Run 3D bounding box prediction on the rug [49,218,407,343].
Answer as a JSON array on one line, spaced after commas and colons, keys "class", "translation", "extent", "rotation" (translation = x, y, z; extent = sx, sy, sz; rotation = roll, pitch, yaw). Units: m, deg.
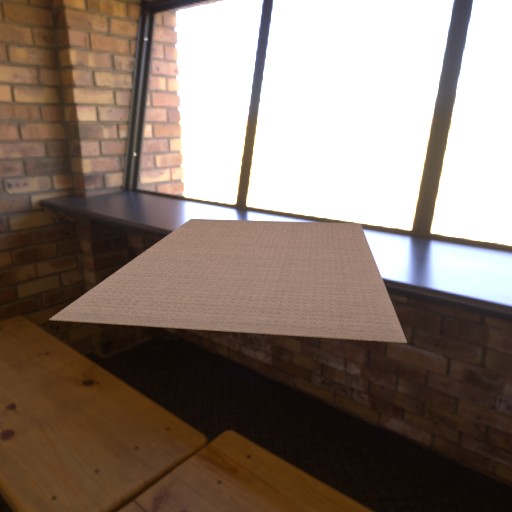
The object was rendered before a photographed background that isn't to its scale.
[{"class": "rug", "translation": [0.000, 0.000, 3.781], "extent": [1.981, 0.006, 2.895], "rotation": [2, 17, 8]}]
